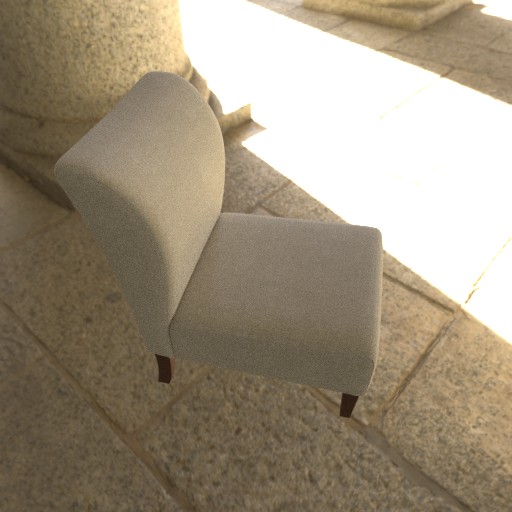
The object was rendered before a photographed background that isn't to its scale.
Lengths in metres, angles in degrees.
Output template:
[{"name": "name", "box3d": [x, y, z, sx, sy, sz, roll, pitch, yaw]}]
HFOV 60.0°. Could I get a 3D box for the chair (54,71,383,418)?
[{"name": "chair", "box3d": [0.000, 0.000, 1.297, 0.754, 0.833, 0.521, 9, 45, 9]}]
